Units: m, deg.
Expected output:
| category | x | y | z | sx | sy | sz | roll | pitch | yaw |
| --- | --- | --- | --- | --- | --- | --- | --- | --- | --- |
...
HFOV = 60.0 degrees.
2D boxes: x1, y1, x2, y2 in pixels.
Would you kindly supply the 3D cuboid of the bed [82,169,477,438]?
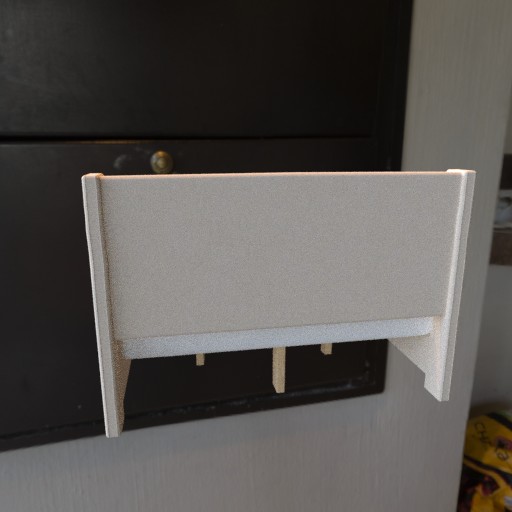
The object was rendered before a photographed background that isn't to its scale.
| category | x | y | z | sx | sy | sz | roll | pitch | yaw |
| --- | --- | --- | --- | --- | --- | --- | --- | --- | --- |
| bed | 0.000 | 0.000 | 3.599 | 2.145 | 1.471 | 2.293 | -3 | 14 | -10 |
